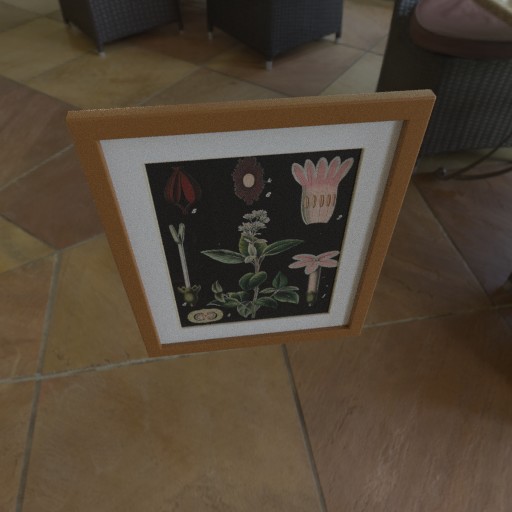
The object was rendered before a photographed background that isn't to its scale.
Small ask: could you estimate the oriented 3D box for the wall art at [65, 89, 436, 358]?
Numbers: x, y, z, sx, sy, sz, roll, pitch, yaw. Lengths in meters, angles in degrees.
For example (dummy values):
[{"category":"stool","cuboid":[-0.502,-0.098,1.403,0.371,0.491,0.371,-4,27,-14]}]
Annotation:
[{"category":"wall art","cuboid":[0.000,0.000,0.741,0.449,0.550,0.021,-5,48,-5]}]
